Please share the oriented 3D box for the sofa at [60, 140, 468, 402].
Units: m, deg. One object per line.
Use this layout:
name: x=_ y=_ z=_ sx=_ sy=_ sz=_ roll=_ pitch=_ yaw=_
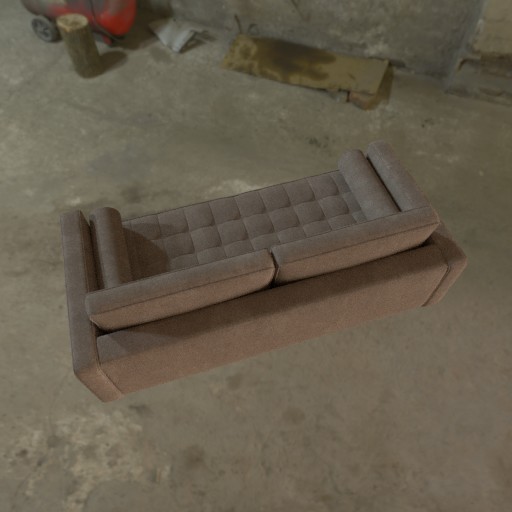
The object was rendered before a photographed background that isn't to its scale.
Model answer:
sofa: x=0.000 y=0.000 z=2.342 sx=1.883 sy=0.769 sz=0.920 roll=-15 pitch=58 yaw=-9
